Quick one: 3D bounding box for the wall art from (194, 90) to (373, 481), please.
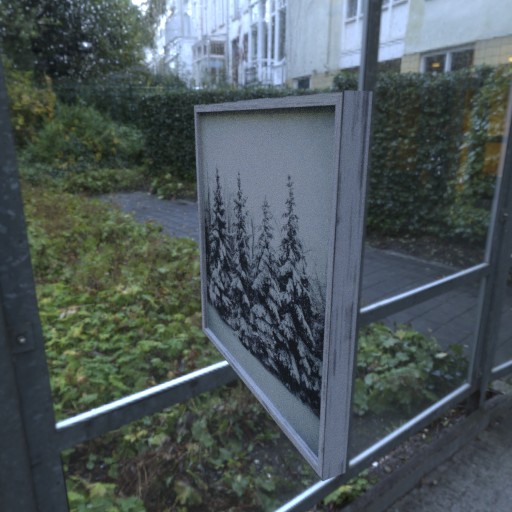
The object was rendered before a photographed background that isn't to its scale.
[{"bbox_3d":[0.000,0.000,0.762,0.038,0.506,0.506,-8,19,-24],"label":"wall art"}]
